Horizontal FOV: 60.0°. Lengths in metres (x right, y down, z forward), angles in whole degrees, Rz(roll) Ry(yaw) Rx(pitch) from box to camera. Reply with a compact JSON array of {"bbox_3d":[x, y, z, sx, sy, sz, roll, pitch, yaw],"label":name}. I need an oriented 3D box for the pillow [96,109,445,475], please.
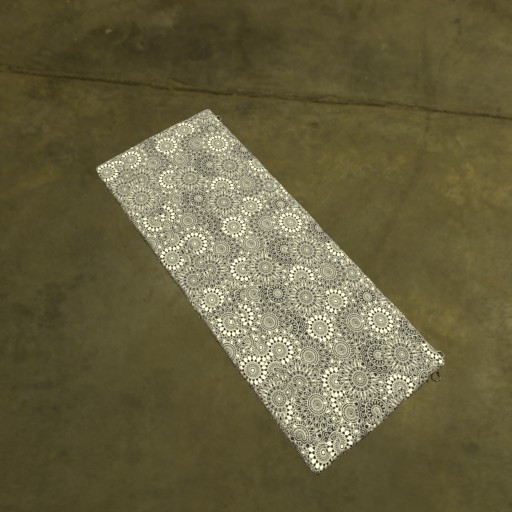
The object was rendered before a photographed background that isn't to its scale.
[{"bbox_3d":[0.000,0.000,1.350,0.492,0.081,1.187,-34,68,-16],"label":"pillow"}]
